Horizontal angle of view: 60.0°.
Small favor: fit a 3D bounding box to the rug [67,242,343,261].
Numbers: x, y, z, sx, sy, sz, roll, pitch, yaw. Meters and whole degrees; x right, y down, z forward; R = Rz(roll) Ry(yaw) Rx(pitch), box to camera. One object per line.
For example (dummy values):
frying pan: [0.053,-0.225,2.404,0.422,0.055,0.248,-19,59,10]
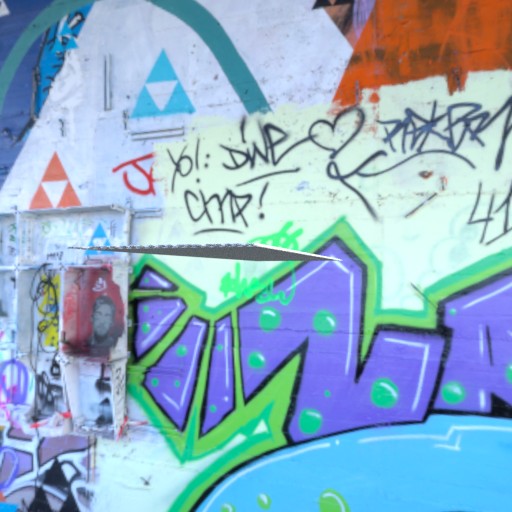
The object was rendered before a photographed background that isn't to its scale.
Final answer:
rug: [0.000,0.000,2.794,0.786,0.013,2.480,-1,-2,18]
